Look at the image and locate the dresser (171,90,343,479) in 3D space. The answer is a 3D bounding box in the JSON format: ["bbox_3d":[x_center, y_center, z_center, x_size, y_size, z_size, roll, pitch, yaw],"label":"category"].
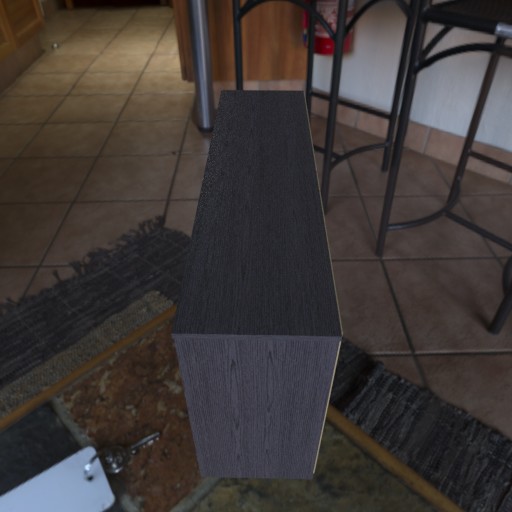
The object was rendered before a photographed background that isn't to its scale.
[{"bbox_3d":[0.000,0.000,1.701,0.401,0.755,1.360,1,42,1],"label":"dresser"}]
